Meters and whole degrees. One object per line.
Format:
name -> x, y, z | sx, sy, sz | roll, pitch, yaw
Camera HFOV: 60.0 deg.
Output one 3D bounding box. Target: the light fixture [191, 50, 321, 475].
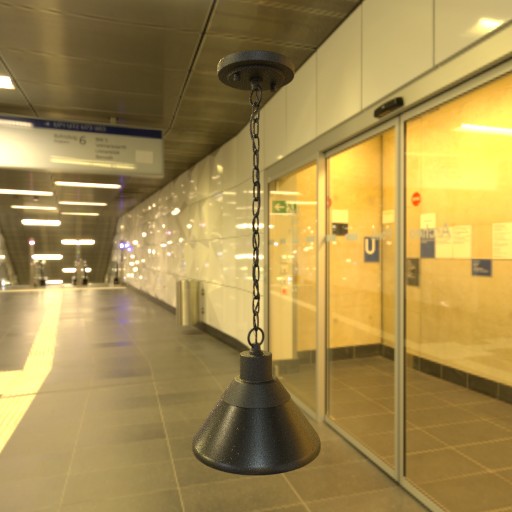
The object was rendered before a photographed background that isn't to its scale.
light fixture -> 0.000, 0.000, 0.694 | 0.201, 0.588, 0.201 | 0, 0, -36
